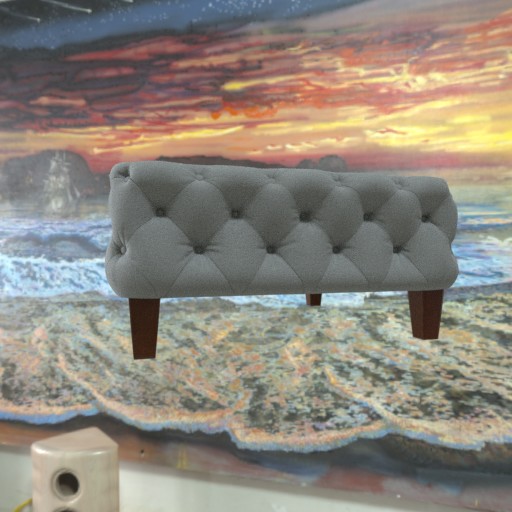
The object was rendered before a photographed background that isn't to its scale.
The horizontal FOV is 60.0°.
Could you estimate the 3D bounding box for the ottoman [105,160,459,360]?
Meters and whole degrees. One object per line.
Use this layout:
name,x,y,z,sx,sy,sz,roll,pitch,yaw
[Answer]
ottoman,0.000,0.000,1.451,0.911,0.439,0.917,0,1,-17
